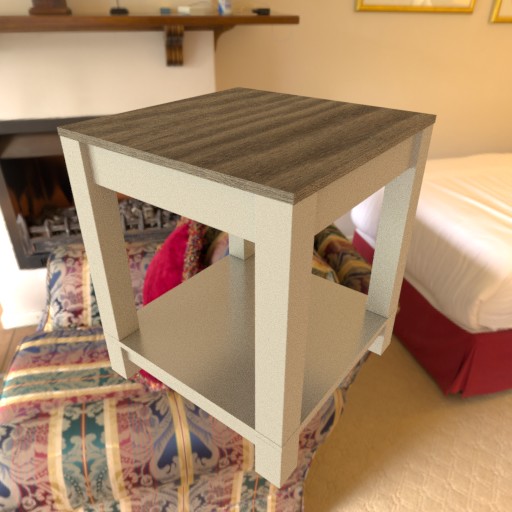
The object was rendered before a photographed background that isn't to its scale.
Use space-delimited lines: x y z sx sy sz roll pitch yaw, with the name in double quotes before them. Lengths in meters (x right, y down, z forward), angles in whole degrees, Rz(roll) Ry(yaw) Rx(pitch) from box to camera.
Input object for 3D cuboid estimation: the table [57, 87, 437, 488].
"table" 0.000 0.000 0.977 0.504 0.587 0.506 21 37 32
